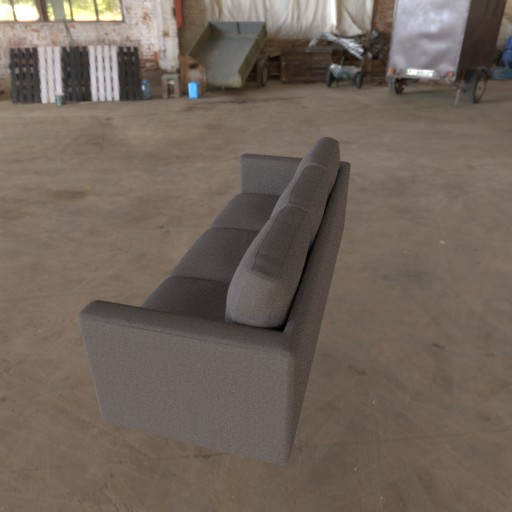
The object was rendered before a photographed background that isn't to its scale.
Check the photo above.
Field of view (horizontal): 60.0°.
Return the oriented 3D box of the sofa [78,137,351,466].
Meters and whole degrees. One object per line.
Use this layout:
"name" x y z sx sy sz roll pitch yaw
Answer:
"sofa" 0.000 0.000 2.412 0.802 0.912 2.029 8 30 13
